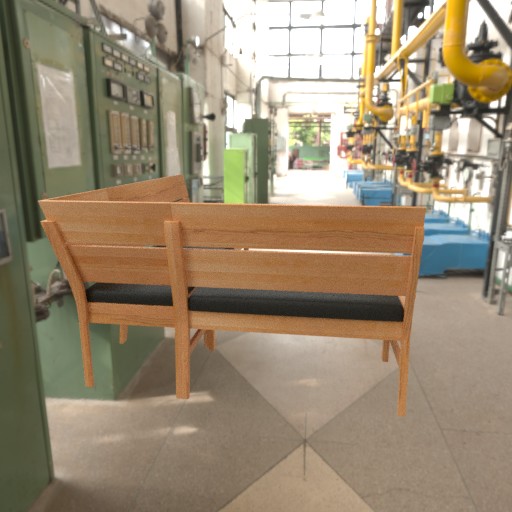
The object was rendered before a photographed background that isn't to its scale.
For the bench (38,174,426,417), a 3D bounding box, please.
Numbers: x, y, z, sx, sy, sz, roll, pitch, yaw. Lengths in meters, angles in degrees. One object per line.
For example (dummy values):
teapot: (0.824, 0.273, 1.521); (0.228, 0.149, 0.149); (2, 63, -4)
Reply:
bench: (0.000, 0.000, 2.771); (1.548, 0.890, 1.948); (2, 14, 8)
